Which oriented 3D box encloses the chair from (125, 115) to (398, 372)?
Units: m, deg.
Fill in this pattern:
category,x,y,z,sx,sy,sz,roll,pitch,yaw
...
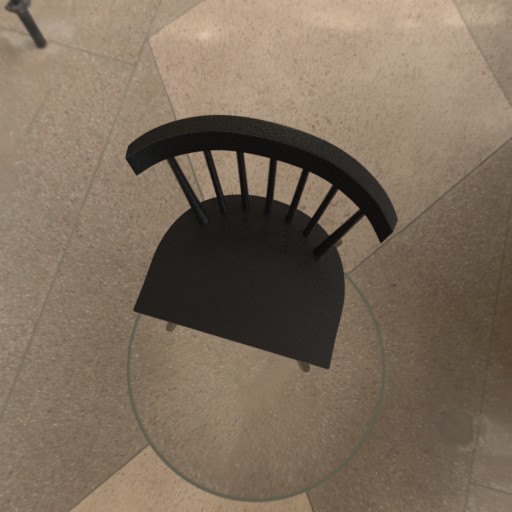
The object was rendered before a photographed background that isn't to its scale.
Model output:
category,x,y,z,sx,sy,sz,roll,pitch,yaw
chair,0.000,0.000,1.132,0.506,0.844,0.483,16,77,4
